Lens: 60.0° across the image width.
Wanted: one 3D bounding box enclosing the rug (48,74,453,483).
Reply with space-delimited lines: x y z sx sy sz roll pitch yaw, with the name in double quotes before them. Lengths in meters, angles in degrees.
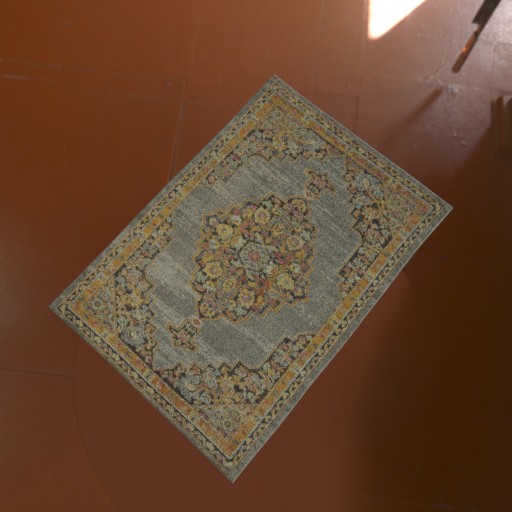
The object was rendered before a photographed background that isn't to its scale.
"rug" 0.000 0.000 3.963 2.158 0.024 3.063 40 80 9
